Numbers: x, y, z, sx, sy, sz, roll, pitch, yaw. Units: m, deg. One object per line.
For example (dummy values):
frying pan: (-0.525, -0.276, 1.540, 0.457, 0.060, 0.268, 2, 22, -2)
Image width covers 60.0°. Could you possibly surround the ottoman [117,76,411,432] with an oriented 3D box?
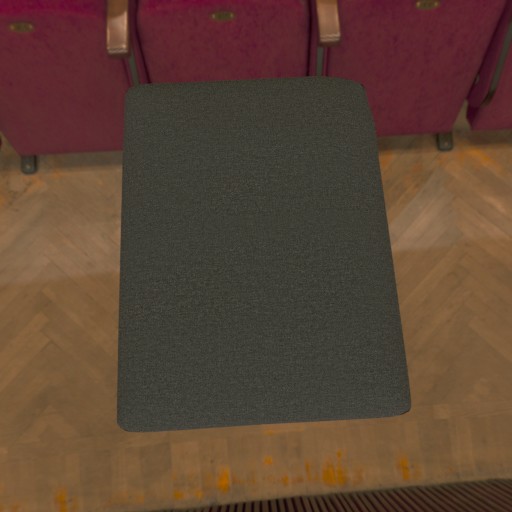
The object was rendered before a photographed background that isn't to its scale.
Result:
ottoman: (0.000, 0.000, 1.214, 0.629, 0.503, 0.835, -3, 76, -1)
